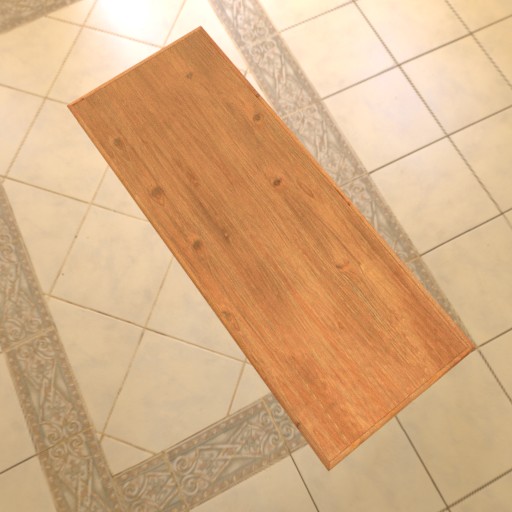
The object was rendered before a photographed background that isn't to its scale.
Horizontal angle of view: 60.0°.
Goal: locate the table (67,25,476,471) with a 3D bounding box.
[{"bbox_3d":[0.000,0.000,1.733,0.522,0.873,1.330,-36,78,-9],"label":"table"}]
